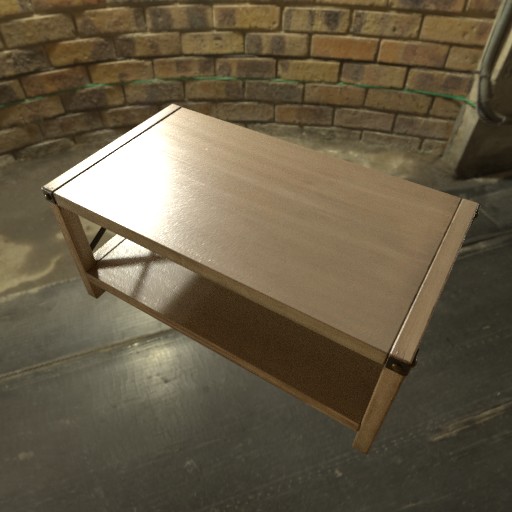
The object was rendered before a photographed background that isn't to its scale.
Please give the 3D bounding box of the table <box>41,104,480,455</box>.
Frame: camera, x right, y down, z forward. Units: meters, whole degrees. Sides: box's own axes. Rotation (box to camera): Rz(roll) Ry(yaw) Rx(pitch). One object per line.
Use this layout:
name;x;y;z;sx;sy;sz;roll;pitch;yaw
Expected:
table;0.000;0.000;1.310;1.016;0.456;0.559;24;51;21
